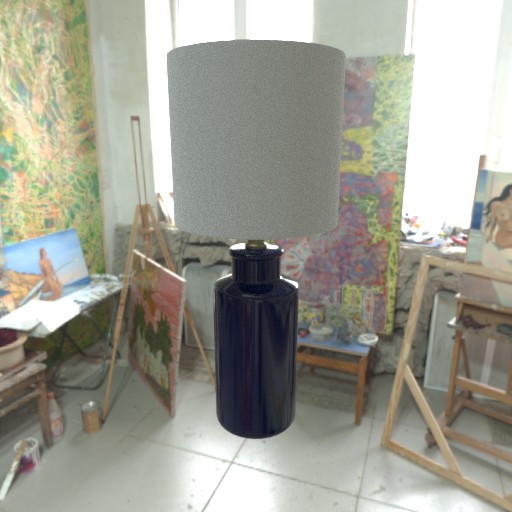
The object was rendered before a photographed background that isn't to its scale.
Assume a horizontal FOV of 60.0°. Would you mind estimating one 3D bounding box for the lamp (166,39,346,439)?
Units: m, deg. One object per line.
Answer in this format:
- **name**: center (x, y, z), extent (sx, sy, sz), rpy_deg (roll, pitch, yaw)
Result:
- **lamp**: center (0.000, 0.000, 0.596), extent (0.212, 0.493, 0.212), rpy_deg (-2, 15, -9)
